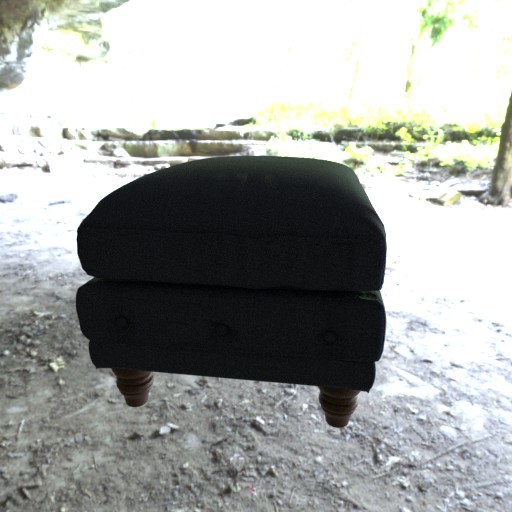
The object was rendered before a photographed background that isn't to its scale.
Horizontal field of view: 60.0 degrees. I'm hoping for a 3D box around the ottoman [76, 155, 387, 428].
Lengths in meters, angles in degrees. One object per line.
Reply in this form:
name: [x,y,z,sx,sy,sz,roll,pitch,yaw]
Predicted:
ottoman: [0.000,0.000,1.130,0.558,0.486,0.767,3,17,9]
